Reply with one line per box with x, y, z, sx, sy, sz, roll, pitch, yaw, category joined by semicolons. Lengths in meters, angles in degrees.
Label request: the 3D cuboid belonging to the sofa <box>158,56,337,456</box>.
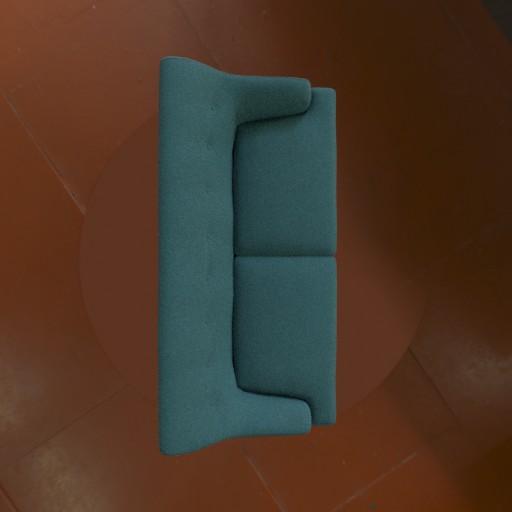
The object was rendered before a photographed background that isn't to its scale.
0.000;0.000;2.600;0.978;0.871;2.057;0;90;0;sofa
